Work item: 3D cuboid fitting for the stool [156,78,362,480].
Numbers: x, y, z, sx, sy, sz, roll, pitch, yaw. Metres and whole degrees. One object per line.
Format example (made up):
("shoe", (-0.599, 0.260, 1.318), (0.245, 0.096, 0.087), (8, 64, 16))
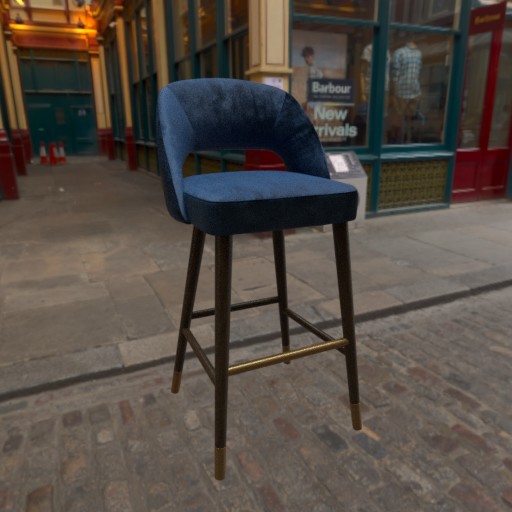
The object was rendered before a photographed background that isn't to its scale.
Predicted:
("stool", (0.000, 0.000, 1.311), (0.514, 1.016, 0.515), (-8, 19, -25))
